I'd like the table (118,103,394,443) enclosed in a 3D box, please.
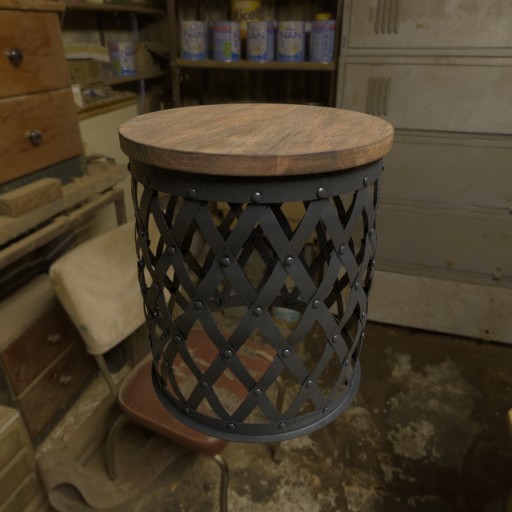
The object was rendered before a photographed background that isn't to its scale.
[{"bbox_3d":[0.000,0.000,0.774,0.405,0.454,0.405,0,27,0],"label":"table"}]
